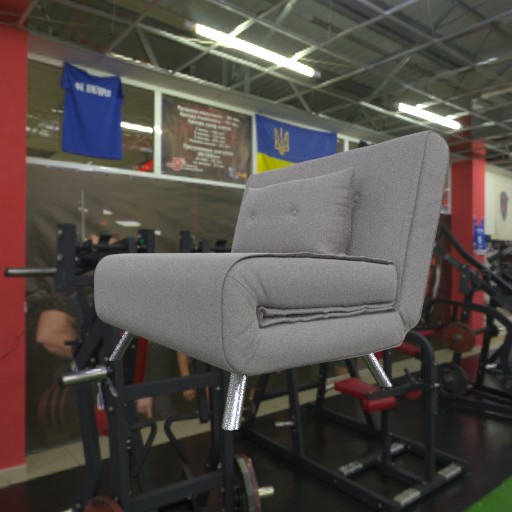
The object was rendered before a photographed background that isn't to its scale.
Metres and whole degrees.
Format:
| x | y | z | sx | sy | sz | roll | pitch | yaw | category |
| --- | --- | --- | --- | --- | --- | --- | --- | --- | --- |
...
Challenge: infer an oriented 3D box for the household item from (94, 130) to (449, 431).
| x | y | z | sx | sy | sz | roll | pitch | yaw | category |
| --- | --- | --- | --- | --- | --- | --- | --- | --- | --- |
| 0.000 | 0.000 | 1.591 | 0.874 | 0.800 | 1.000 | 0 | 0 | -36 | household item |
